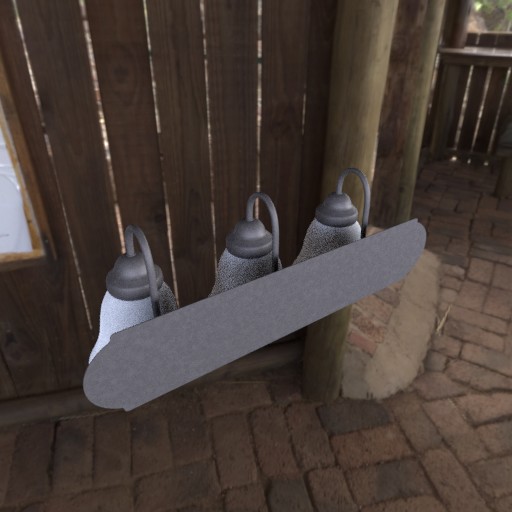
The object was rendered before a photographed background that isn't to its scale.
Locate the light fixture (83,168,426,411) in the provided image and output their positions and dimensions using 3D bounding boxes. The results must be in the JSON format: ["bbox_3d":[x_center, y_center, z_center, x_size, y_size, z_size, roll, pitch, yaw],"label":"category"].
[{"bbox_3d":[0.000,0.000,0.703,0.610,0.222,0.199,-19,35,-31],"label":"light fixture"}]
